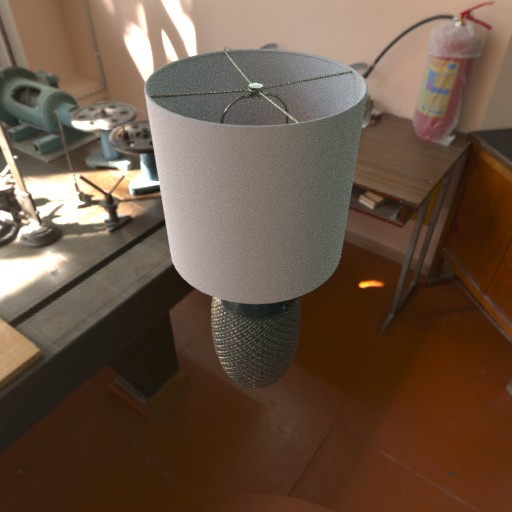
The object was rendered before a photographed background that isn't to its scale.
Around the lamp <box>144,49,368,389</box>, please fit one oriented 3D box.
[{"bbox_3d":[0.000,0.000,0.582,0.217,0.453,0.217,-13,42,-15],"label":"lamp"}]
